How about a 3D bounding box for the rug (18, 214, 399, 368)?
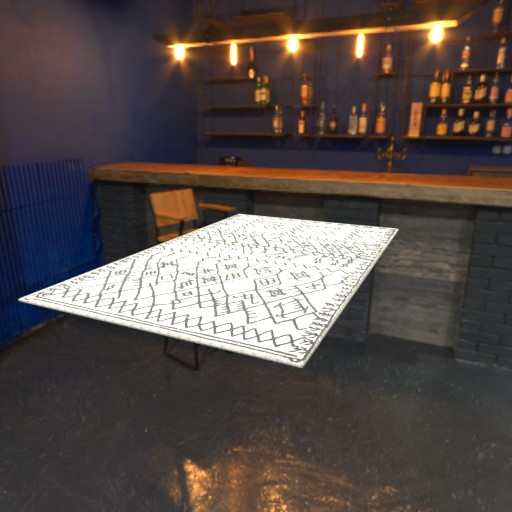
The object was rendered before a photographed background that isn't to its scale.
[{"bbox_3d":[0.000,0.000,2.999,1.526,0.012,2.444,8,18,24],"label":"rug"}]
